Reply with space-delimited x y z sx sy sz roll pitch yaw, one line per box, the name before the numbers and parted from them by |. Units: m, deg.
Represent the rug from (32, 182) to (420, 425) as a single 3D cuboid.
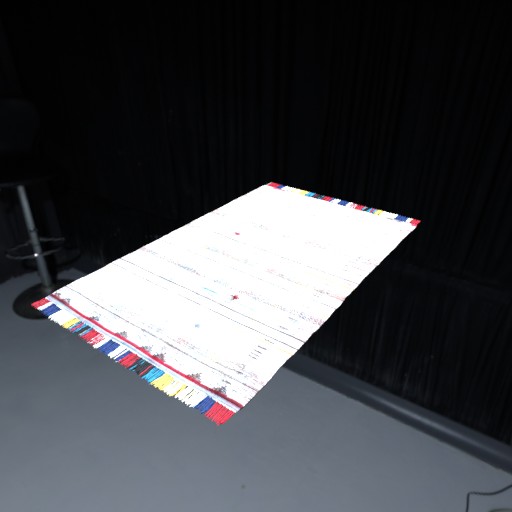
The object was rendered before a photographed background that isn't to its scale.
rug | 0.000 0.000 3.035 1.465 0.012 2.465 20 36 31
